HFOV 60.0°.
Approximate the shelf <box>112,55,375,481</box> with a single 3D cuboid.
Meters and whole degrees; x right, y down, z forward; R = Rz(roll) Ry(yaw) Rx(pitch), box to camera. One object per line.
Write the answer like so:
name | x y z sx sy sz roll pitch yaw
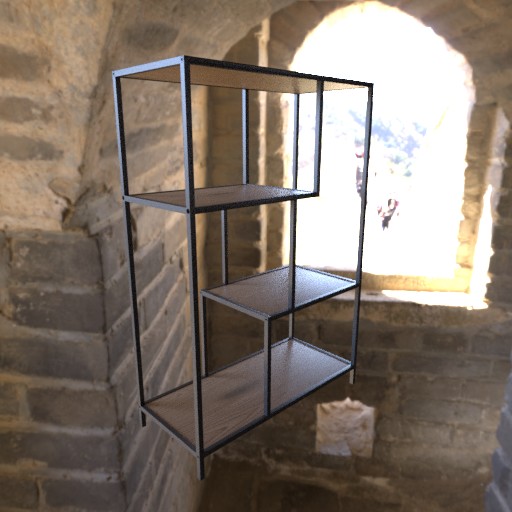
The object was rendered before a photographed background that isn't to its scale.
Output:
shelf | 0.000 0.000 1.512 0.770 1.138 0.350 -14 20 -41
